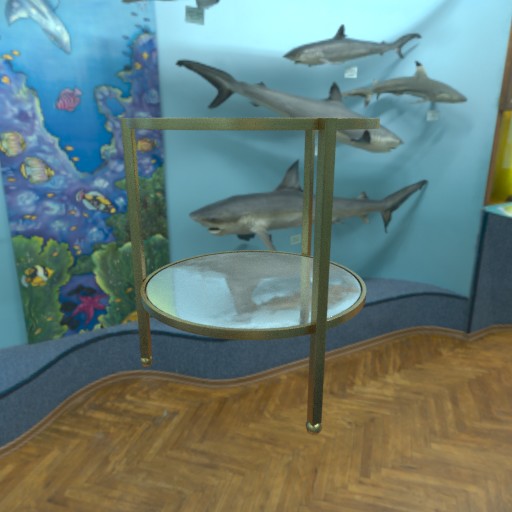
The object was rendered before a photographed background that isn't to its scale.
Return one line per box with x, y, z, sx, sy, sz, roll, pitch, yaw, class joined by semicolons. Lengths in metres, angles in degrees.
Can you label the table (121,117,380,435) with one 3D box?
0.000;0.000;0.454;0.231;0.269;0.243;-8;19;-25;table
